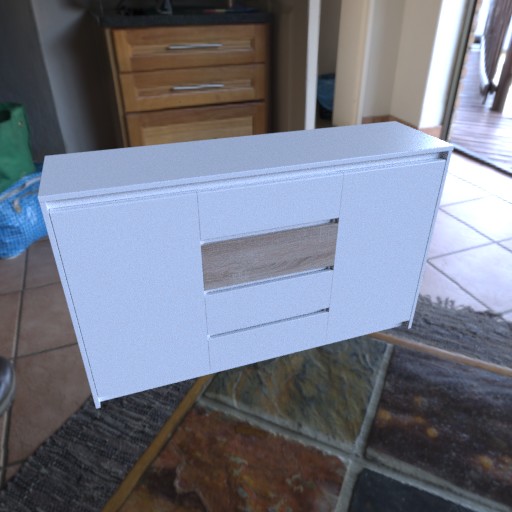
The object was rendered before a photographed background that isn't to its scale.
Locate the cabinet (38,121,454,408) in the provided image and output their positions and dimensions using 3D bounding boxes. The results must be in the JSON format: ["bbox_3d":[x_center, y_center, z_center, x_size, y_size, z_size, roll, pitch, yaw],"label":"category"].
[{"bbox_3d":[0.000,0.000,1.852,1.450,0.900,0.380,-10,33,-16],"label":"cabinet"}]
